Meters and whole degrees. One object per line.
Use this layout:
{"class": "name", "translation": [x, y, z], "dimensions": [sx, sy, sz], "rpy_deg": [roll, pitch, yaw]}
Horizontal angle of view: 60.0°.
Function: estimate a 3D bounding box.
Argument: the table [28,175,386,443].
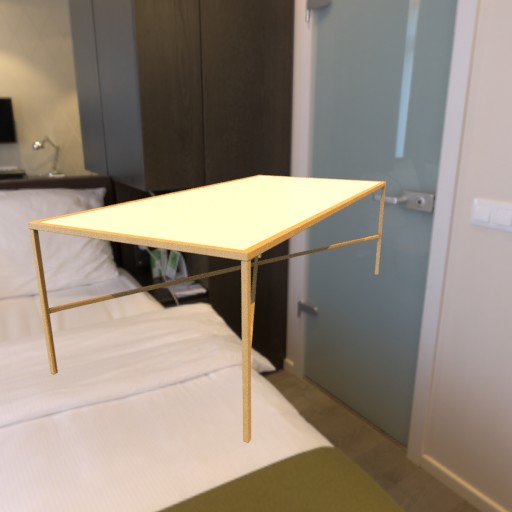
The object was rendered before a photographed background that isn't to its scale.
{"class": "table", "translation": [0.000, 0.000, 1.479], "dimensions": [0.580, 0.398, 1.206], "rpy_deg": [8, 18, 26]}
